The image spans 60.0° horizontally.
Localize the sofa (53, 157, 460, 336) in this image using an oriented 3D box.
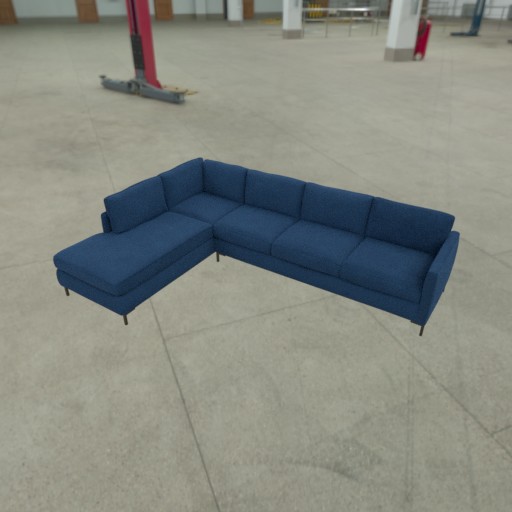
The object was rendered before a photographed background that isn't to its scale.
[{"bbox_3d":[0.000,0.000,3.853,2.949,0.815,2.007,18,36,28],"label":"sofa"}]
